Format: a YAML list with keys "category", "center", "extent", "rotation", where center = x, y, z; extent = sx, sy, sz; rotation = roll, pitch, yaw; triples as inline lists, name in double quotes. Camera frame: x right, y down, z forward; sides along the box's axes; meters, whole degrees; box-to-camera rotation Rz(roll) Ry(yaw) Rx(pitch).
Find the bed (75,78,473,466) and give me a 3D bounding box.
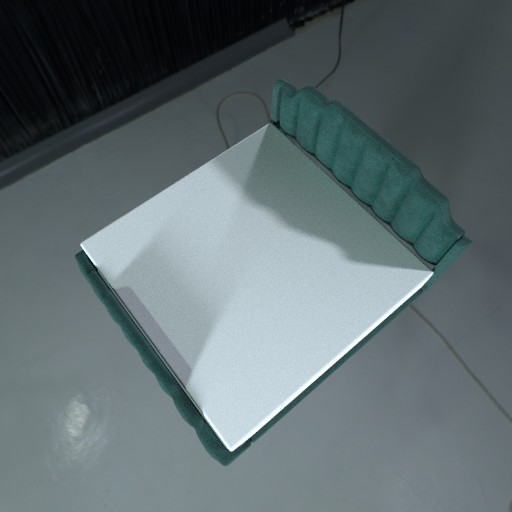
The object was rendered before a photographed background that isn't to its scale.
- category: "bed"
  center: [0.000, 0.000, 3.535]
  extent: [2.340, 1.245, 2.074]
  rotation: [-36, 69, -16]
